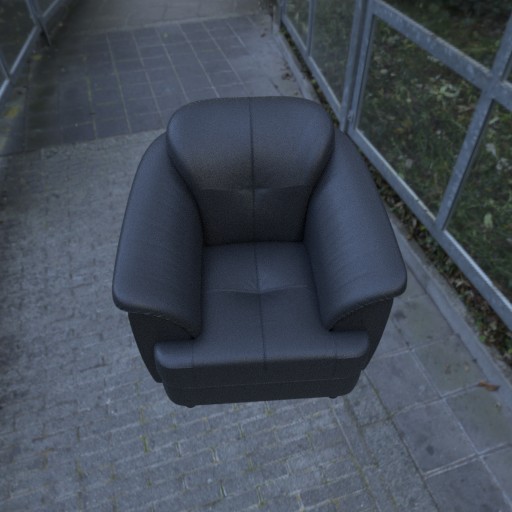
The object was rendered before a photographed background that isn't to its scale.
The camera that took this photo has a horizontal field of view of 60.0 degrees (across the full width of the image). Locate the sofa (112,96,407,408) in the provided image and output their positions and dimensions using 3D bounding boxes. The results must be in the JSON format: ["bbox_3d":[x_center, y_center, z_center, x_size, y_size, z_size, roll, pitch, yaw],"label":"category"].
[{"bbox_3d":[0.000,0.000,1.554,0.870,0.811,0.794,-3,46,-3],"label":"sofa"}]
